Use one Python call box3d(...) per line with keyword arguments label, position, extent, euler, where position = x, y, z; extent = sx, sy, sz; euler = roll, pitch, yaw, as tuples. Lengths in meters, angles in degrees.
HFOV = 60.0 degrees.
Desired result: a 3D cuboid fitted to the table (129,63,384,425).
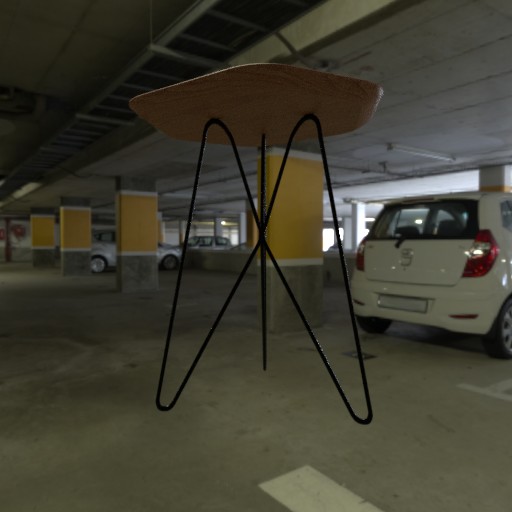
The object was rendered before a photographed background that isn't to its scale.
box3d(label="table", position=(0.000, 0.000, 0.872), extent=(0.500, 0.562, 0.400), euler=(1, 2, 36))
